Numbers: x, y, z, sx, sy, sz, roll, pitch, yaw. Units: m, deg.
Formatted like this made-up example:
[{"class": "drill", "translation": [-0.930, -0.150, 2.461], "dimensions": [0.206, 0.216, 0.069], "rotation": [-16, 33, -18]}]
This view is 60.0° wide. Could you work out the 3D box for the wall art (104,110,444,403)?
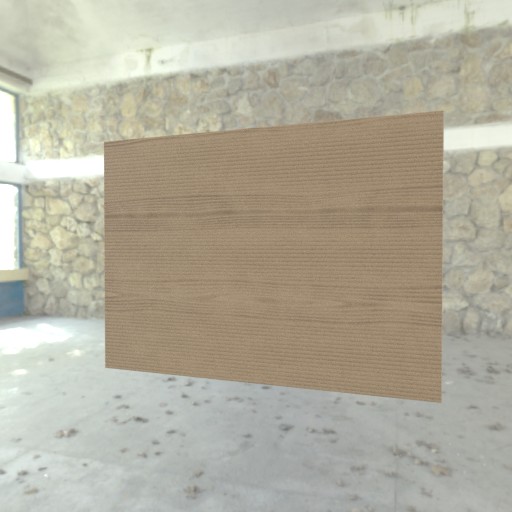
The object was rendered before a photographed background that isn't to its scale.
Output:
[{"class": "wall art", "translation": [0.000, 0.000, 1.086], "dimensions": [0.841, 0.609, 0.063], "rotation": [0, 1, 19]}]
